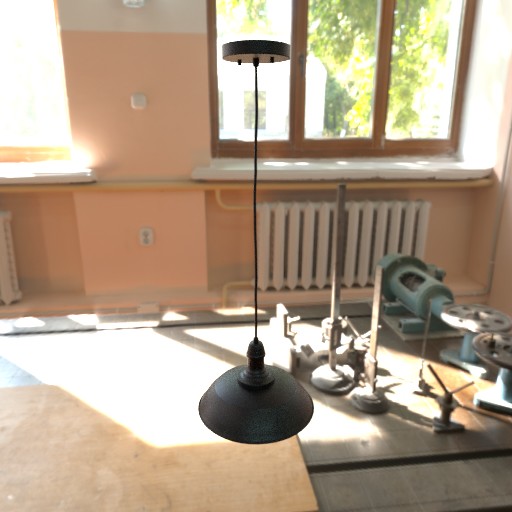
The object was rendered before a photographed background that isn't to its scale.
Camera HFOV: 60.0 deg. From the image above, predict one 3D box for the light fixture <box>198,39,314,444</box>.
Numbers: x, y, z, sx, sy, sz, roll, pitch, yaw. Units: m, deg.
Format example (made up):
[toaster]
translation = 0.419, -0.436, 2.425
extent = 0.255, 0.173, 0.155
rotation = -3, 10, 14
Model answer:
[light fixture]
translation = 0.000, 0.000, 1.145
extent = 0.331, 0.993, 0.331
rotation = 8, 18, 27
